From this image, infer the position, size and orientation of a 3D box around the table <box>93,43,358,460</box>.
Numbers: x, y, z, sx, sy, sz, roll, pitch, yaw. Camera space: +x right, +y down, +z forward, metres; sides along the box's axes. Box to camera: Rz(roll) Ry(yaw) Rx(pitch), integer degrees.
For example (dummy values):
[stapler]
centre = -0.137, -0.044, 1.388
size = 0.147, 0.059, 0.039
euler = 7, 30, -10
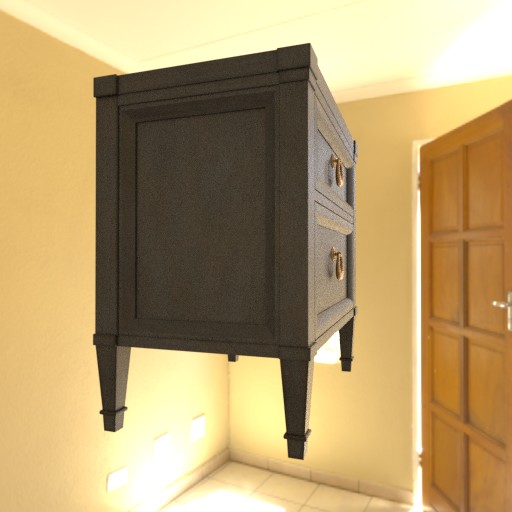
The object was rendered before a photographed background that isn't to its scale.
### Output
[table]
centre = 0.000, 0.000, 1.066
size = 0.413, 0.660, 0.660
euler = 0, -1, 19
